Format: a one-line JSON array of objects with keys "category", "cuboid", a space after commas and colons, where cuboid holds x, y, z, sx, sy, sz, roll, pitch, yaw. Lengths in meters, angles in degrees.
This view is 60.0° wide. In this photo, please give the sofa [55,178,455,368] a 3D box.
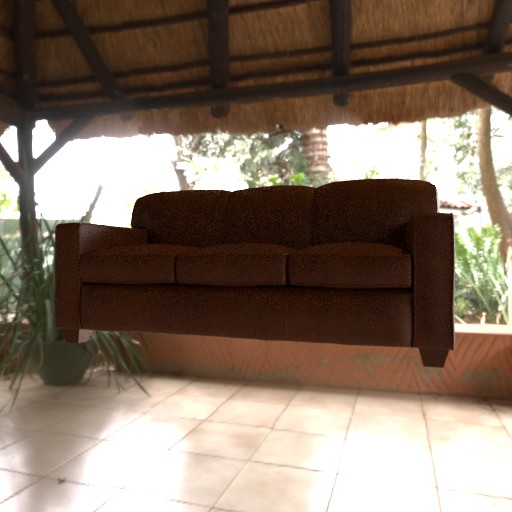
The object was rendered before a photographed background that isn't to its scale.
[{"category": "sofa", "cuboid": [0.000, 0.000, 2.554, 2.039, 0.953, 1.008, 0, 0, 17]}]
